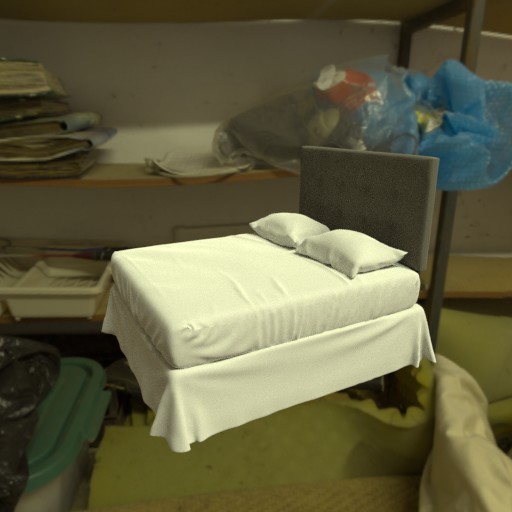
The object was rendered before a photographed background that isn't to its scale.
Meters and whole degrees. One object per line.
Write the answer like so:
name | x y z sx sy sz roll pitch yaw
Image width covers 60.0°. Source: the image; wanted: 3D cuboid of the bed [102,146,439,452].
bed | 0.000 0.000 3.524 2.222 1.577 1.936 -9 19 -27
